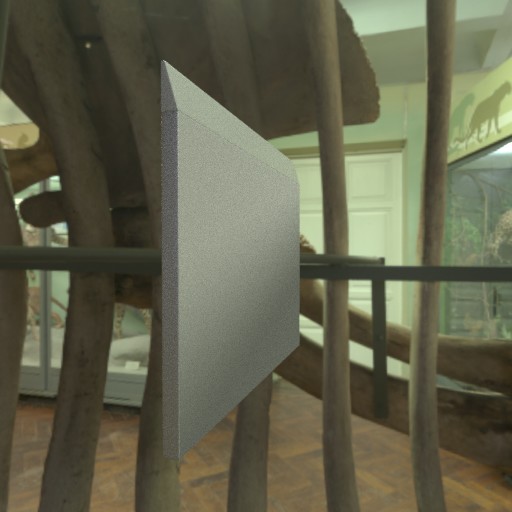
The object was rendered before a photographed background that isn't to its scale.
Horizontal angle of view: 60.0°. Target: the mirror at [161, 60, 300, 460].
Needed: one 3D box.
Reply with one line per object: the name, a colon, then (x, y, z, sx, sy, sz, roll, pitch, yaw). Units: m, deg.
mirror: (0.000, 0.000, 1.111, 0.030, 0.630, 0.870, 0, 1, 18)
